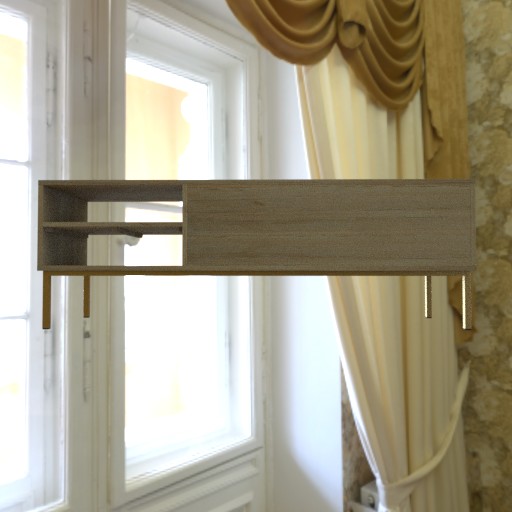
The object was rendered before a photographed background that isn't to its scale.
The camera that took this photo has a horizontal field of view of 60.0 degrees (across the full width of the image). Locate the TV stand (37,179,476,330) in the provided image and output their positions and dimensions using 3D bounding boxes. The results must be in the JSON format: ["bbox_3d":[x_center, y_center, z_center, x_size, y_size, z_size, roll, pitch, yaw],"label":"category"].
[{"bbox_3d":[0.000,0.000,1.826,1.600,0.550,0.420,0,-1,1],"label":"TV stand"}]
